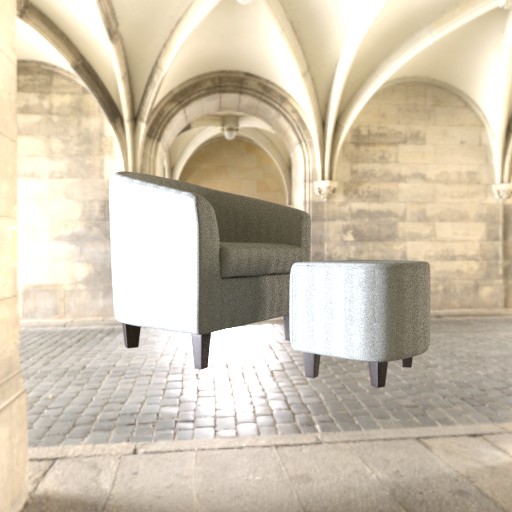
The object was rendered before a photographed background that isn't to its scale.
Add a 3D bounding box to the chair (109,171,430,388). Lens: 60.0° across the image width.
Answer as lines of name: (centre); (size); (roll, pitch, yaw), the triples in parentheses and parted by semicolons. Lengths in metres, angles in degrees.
chair: (0.000, 0.000, 1.726); (1.288, 0.757, 0.756); (1, 1, 36)
